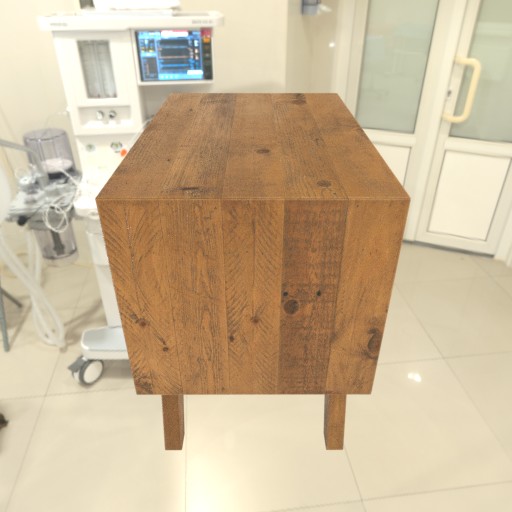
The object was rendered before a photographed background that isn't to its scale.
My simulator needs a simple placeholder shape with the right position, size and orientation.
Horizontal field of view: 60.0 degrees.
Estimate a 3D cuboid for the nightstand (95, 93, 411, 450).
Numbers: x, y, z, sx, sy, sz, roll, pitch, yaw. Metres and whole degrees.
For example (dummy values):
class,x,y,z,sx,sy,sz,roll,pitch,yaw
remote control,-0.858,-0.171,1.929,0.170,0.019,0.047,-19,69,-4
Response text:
class,x,y,z,sx,sy,sz,roll,pitch,yaw
nightstand,0.000,0.000,1.046,0.450,0.599,0.650,0,32,0
